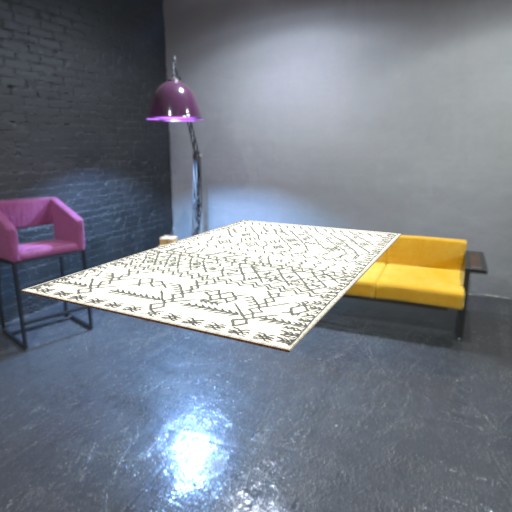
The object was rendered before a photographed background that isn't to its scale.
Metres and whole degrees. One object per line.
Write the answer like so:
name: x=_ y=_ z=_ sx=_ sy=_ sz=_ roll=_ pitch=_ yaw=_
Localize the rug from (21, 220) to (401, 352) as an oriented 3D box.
rug: x=0.000 y=0.000 z=3.044 sx=1.526 sy=0.012 sz=2.444 roll=7 pitch=16 yaw=26
